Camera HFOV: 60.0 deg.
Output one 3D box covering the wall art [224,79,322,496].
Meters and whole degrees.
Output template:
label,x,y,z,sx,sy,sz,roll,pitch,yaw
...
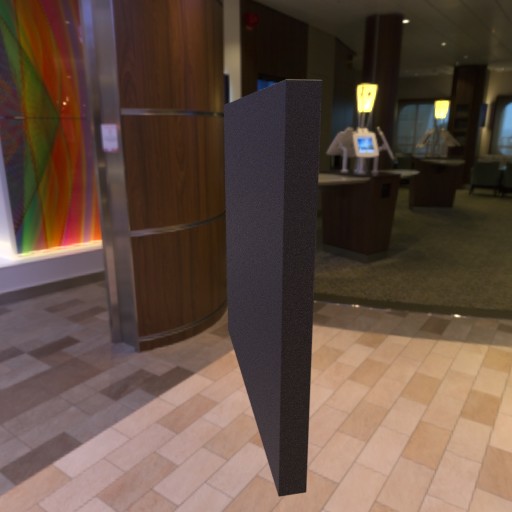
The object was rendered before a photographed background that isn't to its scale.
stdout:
label,x,y,z,sx,sy,sz,roll,pitch,yaw
wall art,0.000,0.000,0.749,0.038,0.507,0.507,-3,16,-10
